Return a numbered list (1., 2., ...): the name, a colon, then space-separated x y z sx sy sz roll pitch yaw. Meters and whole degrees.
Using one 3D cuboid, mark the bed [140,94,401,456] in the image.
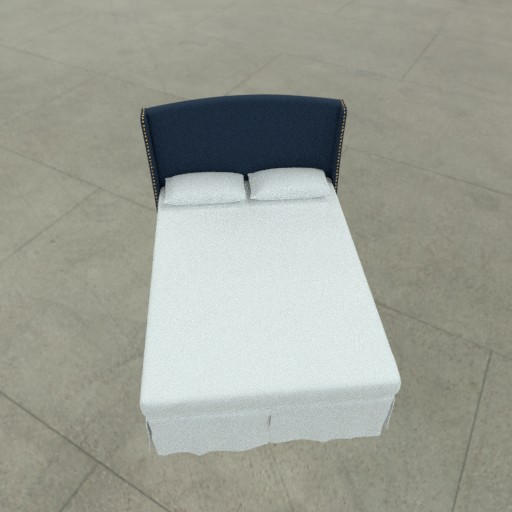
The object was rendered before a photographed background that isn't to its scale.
1. bed: 0.000 0.000 3.193 1.604 1.402 2.223 -4 46 -4
